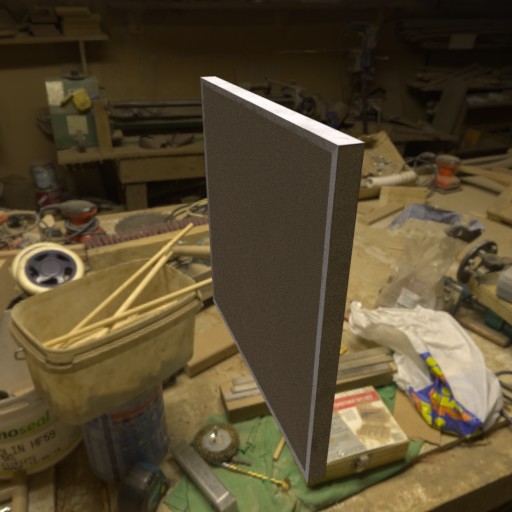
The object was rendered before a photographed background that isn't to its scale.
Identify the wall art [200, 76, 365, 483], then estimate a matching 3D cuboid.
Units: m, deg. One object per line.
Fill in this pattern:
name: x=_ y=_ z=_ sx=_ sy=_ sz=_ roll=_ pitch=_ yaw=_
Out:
wall art: x=0.000 y=0.000 z=0.748 sx=0.029 sy=0.506 sz=0.508 roll=-11 pitch=31 yaw=-18
